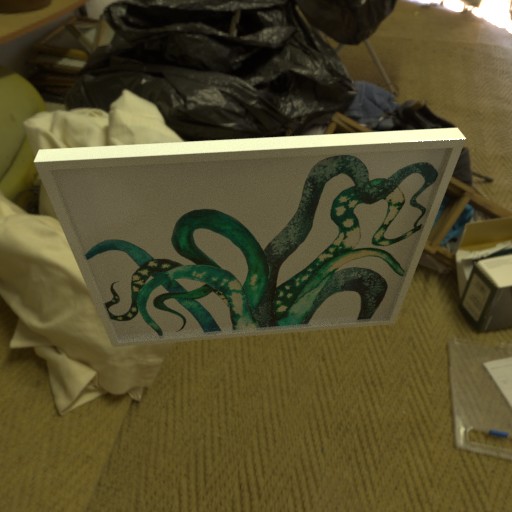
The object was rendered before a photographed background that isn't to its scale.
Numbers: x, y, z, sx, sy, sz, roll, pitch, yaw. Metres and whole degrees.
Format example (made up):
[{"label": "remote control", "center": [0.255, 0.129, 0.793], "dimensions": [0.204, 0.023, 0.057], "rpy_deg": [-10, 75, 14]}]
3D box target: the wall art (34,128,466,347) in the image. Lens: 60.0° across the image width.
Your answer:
[{"label": "wall art", "center": [0.000, 0.000, 1.364], "dimensions": [1.041, 0.787, 0.053], "rpy_deg": [-4, 46, -4]}]
